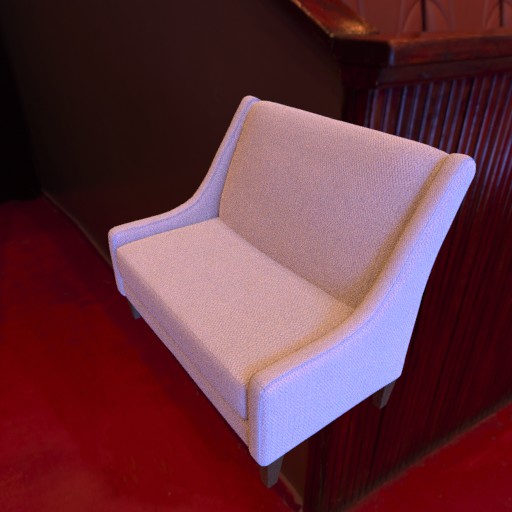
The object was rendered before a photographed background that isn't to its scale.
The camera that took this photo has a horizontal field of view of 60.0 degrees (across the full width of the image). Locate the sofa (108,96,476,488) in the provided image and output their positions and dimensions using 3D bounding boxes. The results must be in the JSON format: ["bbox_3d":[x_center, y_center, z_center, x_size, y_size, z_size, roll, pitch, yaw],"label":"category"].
[{"bbox_3d":[0.000,0.000,1.845,0.870,1.022,1.242,-20,36,-31],"label":"sofa"}]
